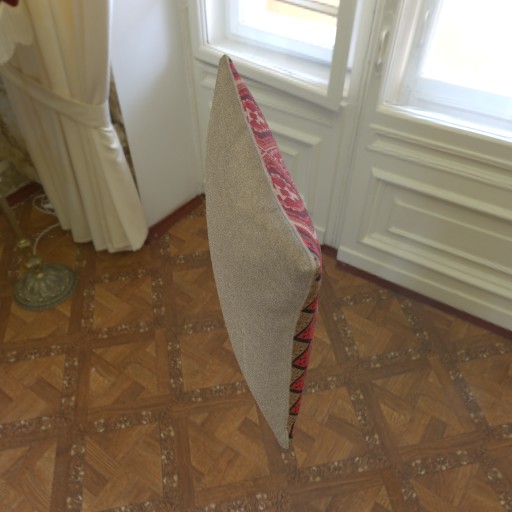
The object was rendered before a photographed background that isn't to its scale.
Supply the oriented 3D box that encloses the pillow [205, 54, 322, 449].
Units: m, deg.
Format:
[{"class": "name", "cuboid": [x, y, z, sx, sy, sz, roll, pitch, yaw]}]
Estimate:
[{"class": "pillow", "cuboid": [0.000, 0.000, 0.800, 0.158, 0.511, 0.513, -9, 48, -9]}]
